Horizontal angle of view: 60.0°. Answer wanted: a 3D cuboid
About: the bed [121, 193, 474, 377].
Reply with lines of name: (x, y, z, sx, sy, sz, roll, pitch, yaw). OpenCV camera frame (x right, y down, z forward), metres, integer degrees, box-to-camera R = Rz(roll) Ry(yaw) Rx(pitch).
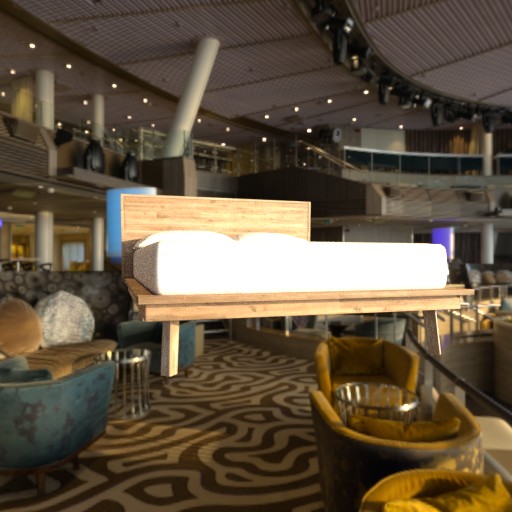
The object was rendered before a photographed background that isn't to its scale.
bed: (0.000, 0.000, 3.062, 1.759, 1.071, 2.145, 0, -1, -18)
